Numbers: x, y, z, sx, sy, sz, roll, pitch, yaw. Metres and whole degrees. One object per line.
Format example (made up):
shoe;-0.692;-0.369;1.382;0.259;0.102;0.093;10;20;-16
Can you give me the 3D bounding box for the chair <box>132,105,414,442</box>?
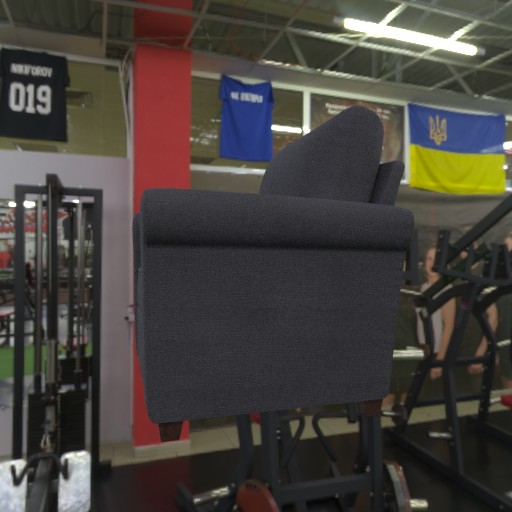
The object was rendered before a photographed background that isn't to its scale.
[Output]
chair;0.000;0.000;1.578;0.828;0.942;0.867;0;1;-17
